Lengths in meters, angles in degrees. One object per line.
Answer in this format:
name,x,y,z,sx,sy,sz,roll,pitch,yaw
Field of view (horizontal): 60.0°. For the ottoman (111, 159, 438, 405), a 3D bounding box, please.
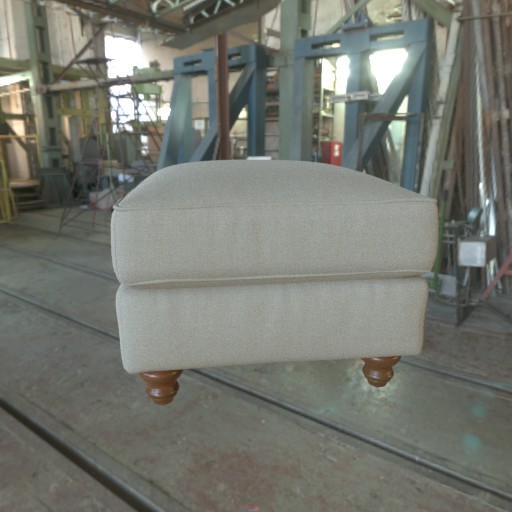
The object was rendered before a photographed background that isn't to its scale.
ottoman,0.000,0.000,1.190,0.662,0.505,0.716,-2,14,-8
